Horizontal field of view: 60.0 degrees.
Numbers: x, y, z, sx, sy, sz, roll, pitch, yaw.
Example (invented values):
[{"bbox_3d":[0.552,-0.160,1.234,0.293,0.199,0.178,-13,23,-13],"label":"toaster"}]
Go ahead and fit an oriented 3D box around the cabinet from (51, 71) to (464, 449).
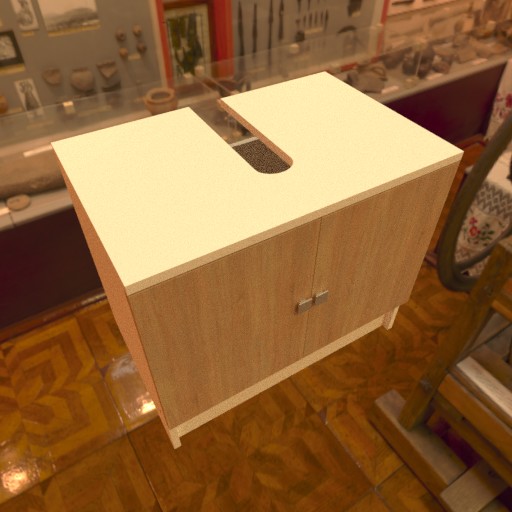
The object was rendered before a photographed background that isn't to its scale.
[{"bbox_3d":[0.000,0.000,0.947,0.600,0.522,0.400,-23,49,-21],"label":"cabinet"}]
